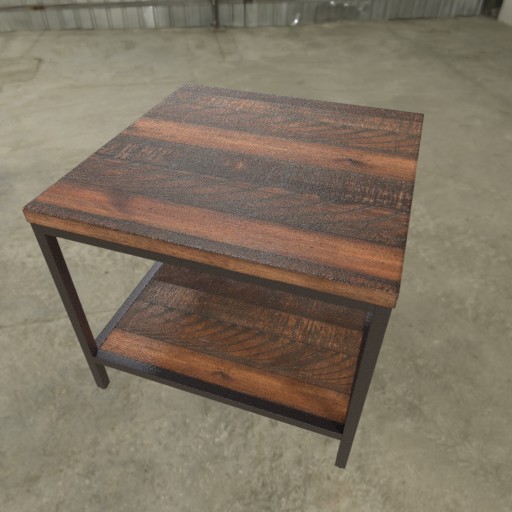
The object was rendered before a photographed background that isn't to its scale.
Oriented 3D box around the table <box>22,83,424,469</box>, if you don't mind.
[{"bbox_3d":[0.000,0.000,0.945,0.548,0.482,0.553,13,42,14],"label":"table"}]
